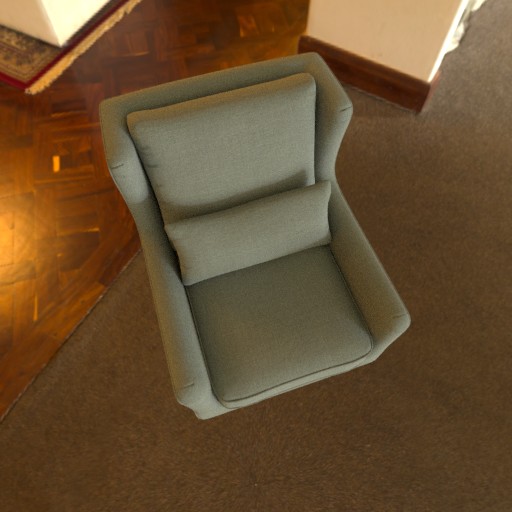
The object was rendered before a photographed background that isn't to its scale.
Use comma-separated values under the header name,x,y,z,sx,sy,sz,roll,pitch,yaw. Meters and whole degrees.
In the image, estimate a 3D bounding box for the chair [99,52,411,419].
name,x,y,z,sx,sy,sz,roll,pitch,yaw
chair,0.000,0.000,1.805,0.866,1.056,1.040,-16,64,-8
